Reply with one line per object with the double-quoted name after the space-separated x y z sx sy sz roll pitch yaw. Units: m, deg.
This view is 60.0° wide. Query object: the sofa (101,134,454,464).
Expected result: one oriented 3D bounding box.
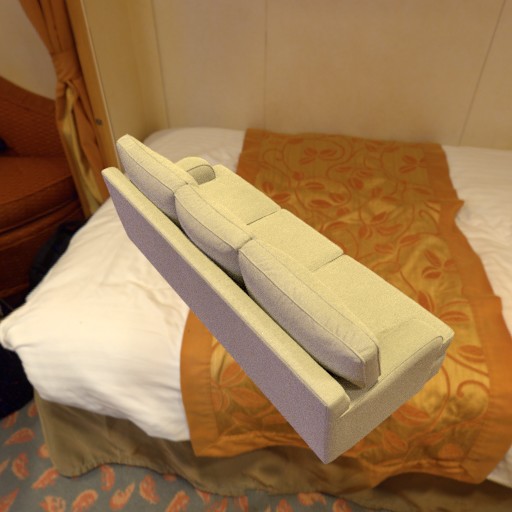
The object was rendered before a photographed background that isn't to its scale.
0.000 0.000 2.835 1.016 0.991 2.323 -26 48 -27 "sofa"
